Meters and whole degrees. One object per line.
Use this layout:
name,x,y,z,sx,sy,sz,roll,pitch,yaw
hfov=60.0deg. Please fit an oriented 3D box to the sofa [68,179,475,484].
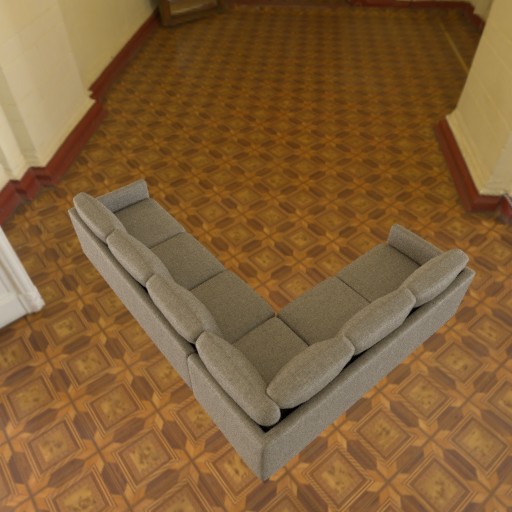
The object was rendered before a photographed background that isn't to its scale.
sofa,0.000,0.000,4.545,2.593,0.947,3.302,-30,52,-27
